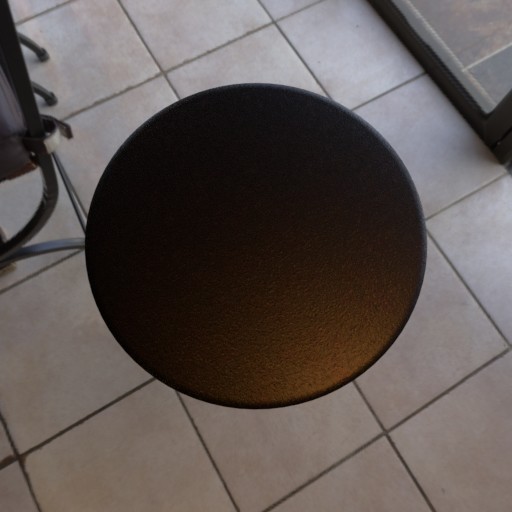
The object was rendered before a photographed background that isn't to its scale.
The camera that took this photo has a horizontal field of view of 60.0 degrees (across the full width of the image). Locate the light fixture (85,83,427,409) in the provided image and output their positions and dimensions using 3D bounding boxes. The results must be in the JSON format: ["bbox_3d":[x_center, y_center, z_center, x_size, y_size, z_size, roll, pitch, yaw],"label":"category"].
[{"bbox_3d":[0.000,0.000,0.614,0.389,0.229,0.389,0,74,0],"label":"light fixture"}]
